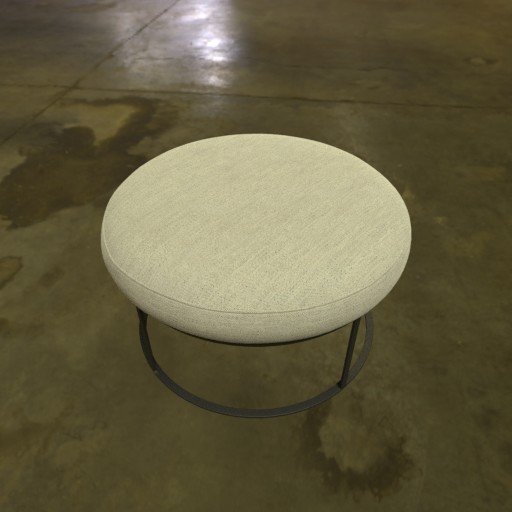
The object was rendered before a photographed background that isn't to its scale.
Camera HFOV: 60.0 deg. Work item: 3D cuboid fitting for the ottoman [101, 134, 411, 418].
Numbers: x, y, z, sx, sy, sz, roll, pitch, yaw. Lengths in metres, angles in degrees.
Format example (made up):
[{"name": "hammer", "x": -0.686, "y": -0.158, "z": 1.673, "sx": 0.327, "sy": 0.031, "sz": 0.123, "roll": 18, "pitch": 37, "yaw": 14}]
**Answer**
[{"name": "ottoman", "x": 0.000, "y": 0.000, "z": 1.220, "sx": 0.769, "sy": 0.459, "sz": 0.769, "roll": 0, "pitch": 40, "yaw": 0}]
